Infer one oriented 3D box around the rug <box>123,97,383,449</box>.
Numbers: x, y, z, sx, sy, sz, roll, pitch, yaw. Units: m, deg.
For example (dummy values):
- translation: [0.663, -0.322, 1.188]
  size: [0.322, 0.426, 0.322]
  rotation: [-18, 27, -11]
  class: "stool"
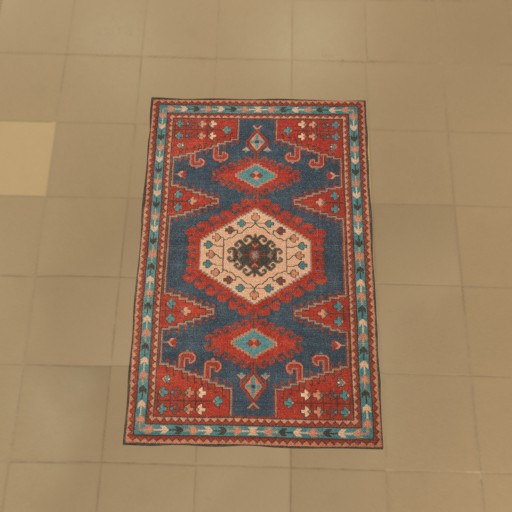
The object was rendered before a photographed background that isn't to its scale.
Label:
- translation: [0.000, 0.000, 2.260]
  size: [1.207, 0.012, 1.820]
  rotation: [1, 76, 0]
  class: "rug"
